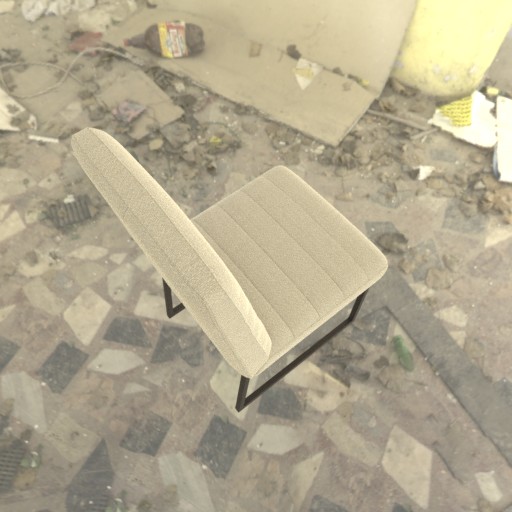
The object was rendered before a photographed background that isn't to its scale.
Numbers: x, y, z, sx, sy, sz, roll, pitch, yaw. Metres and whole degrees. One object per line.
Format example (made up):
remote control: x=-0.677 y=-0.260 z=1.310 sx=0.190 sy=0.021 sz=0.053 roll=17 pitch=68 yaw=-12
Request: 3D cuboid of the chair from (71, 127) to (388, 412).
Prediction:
chair: x=0.000 y=0.000 z=1.306 sx=0.634 sy=0.930 sz=0.520 roll=-33 pitch=63 yaw=-19
